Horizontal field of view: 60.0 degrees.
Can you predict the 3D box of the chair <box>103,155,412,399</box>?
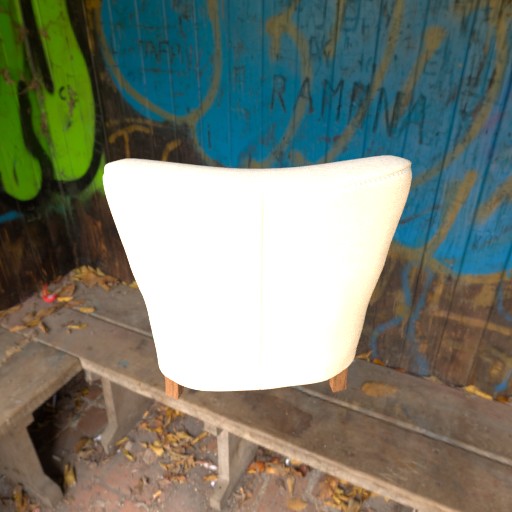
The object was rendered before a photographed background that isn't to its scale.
[{"bbox_3d":[0.000,0.000,1.655,0.861,0.936,0.921,-1,30,-2],"label":"chair"}]
